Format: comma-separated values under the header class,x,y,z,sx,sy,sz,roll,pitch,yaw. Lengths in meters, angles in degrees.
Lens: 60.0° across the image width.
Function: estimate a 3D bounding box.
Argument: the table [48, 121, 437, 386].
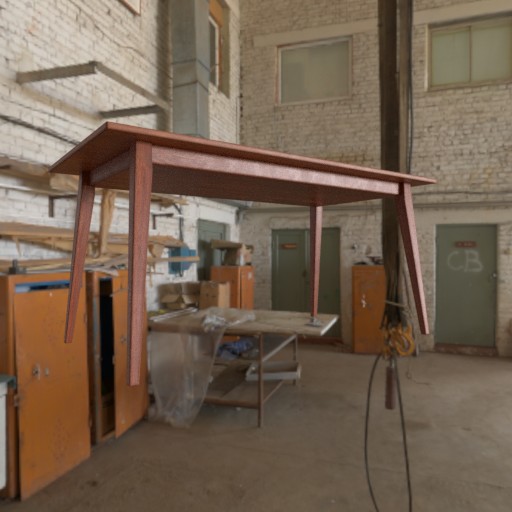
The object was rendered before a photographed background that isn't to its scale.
class,x,y,z,sx,sy,sz,roll,pitch,yaw
table,0.000,0.000,2.037,1.609,0.755,0.811,0,0,-36
